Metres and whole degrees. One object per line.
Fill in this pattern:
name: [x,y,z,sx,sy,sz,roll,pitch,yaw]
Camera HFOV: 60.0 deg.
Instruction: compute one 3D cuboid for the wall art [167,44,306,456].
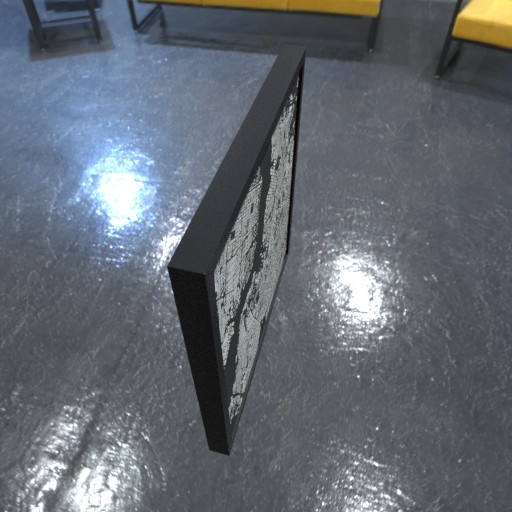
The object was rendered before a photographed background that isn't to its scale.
wall art: [0.000,0.000,0.763,0.038,0.506,0.506,11,49,10]
